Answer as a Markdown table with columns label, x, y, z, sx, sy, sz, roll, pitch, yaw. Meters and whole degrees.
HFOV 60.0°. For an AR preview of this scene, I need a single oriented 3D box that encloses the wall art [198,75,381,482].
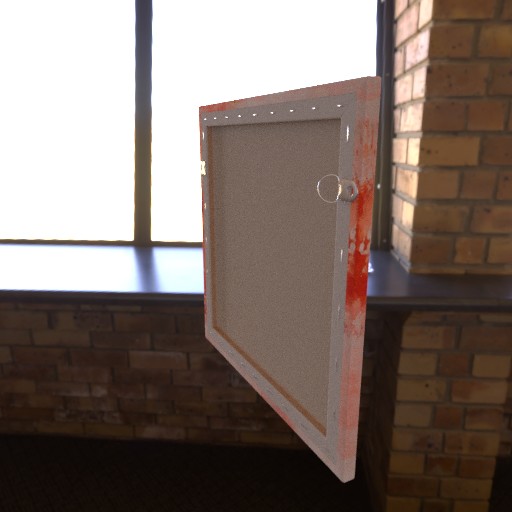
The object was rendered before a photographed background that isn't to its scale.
| label | x | y | z | sx | sy | sz | roll | pitch | yaw |
| --- | --- | --- | --- | --- | --- | --- | --- | --- | --- |
| wall art | 0.000 | 0.000 | 1.284 | 0.066 | 0.878 | 0.878 | -8 | 17 | -26 |
